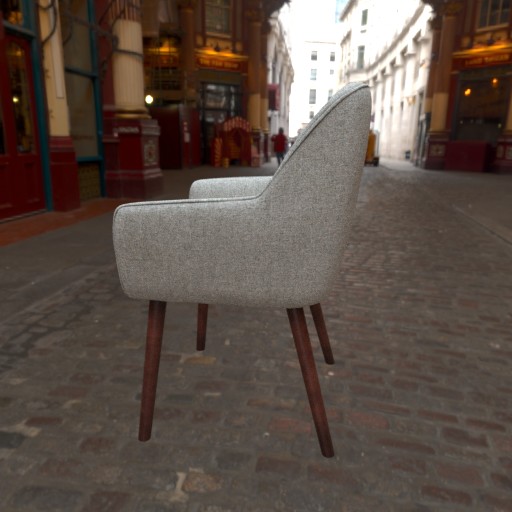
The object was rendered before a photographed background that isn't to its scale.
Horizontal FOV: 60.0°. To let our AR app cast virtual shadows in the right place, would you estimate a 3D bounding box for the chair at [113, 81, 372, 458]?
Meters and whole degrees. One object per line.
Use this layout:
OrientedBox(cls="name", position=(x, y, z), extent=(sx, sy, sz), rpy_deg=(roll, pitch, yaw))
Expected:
OrientedBox(cls="chair", position=(0.000, 0.000, 1.146), extent=(0.519, 0.803, 0.543), rpy_deg=(3, 15, 9))
